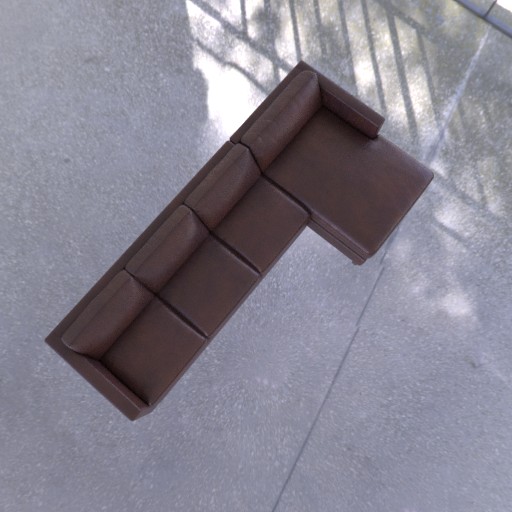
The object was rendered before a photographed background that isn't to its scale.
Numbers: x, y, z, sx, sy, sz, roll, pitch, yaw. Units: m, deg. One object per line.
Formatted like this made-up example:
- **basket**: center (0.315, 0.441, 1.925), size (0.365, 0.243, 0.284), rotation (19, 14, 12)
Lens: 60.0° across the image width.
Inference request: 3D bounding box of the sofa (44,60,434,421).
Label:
- **sofa**: center (0.000, 0.000, 3.835), size (1.581, 0.883, 3.203), rotation (39, 80, 8)
